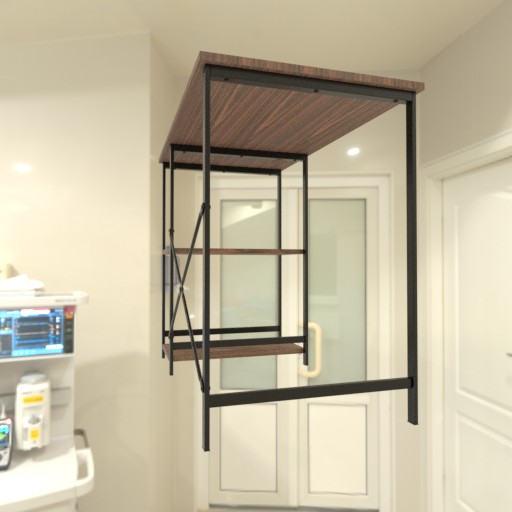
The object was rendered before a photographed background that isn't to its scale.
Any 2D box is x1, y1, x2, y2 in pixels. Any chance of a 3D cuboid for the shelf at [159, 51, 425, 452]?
[{"bbox_3d":[0.000,0.000,1.325,0.498,0.750,0.902,0,-1,-17],"label":"shelf"}]
